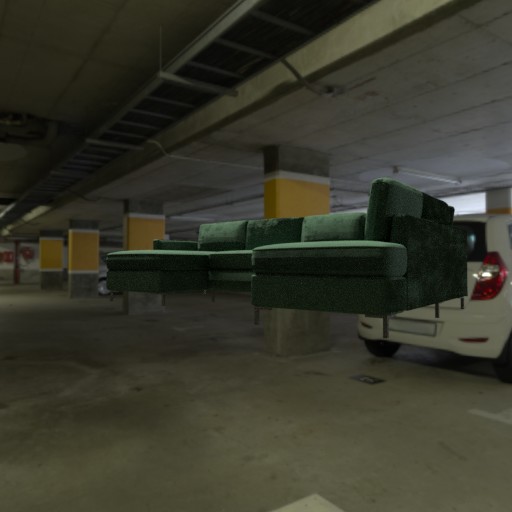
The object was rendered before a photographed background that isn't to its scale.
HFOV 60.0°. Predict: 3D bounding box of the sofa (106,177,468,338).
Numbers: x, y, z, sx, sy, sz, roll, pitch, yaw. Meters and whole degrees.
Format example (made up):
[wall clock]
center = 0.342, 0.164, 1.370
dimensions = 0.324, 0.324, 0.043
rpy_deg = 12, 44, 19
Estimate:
[sofa]
center = 0.000, 0.000, 4.321
dimensions = 3.434, 0.992, 2.055
rpy_deg = -1, -1, 37
